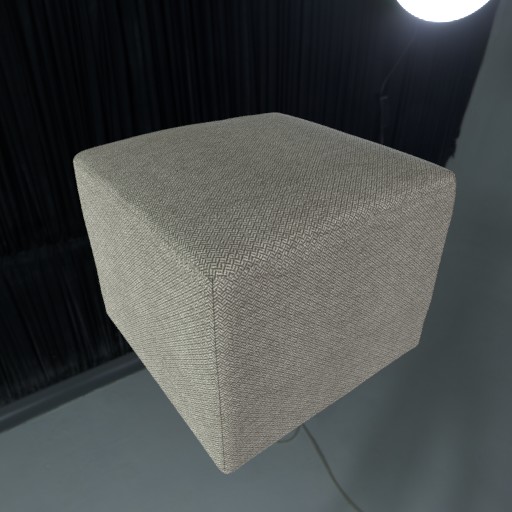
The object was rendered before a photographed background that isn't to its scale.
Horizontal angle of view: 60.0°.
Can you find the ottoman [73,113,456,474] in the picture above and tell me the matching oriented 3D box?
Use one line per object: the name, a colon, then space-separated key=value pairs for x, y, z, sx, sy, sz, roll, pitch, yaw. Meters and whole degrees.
ottoman: x=0.000 y=0.000 z=0.897 sx=0.512 sy=0.453 sz=0.519 roll=-22 pitch=39 yaw=-30
